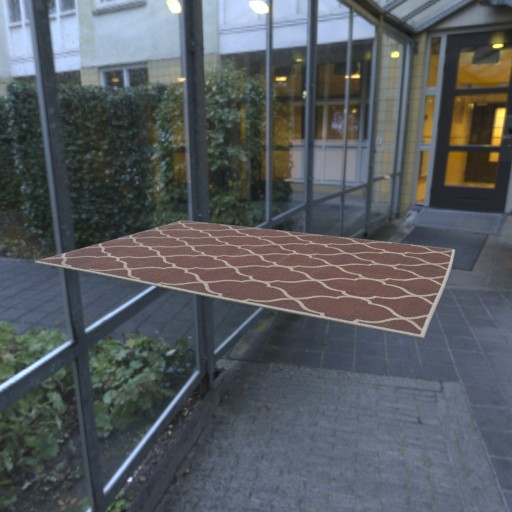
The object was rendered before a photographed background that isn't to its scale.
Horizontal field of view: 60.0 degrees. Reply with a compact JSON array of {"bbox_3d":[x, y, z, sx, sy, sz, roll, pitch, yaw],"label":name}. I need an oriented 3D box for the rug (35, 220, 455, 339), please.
[{"bbox_3d":[0.000,0.000,2.877,2.294,0.014,1.528,8,17,26],"label":"rug"}]
